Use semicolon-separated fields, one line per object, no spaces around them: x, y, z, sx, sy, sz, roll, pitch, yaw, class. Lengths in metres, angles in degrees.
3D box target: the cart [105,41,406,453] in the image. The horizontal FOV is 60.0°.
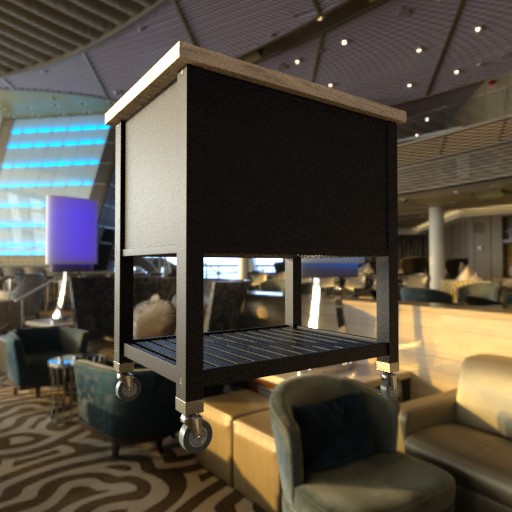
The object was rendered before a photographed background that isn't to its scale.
0.000;0.000;1.417;0.797;0.920;0.567;1;-2;-35;cart
